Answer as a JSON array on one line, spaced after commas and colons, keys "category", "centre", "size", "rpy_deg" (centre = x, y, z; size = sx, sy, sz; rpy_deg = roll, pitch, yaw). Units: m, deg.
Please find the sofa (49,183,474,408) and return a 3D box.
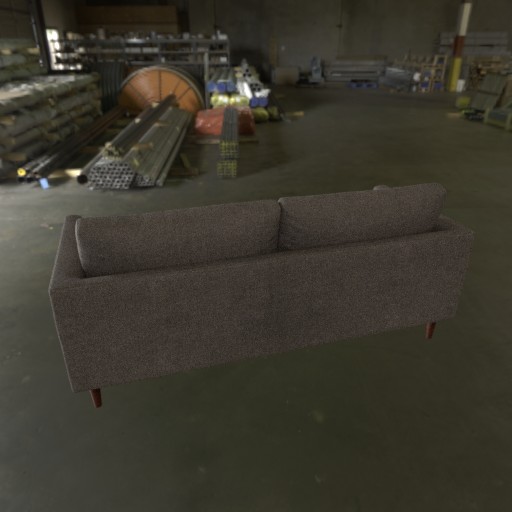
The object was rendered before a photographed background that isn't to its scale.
[{"category": "sofa", "centre": [0.000, 0.000, 2.426], "size": [1.948, 0.868, 1.020], "rpy_deg": [-8, 27, -15]}]
